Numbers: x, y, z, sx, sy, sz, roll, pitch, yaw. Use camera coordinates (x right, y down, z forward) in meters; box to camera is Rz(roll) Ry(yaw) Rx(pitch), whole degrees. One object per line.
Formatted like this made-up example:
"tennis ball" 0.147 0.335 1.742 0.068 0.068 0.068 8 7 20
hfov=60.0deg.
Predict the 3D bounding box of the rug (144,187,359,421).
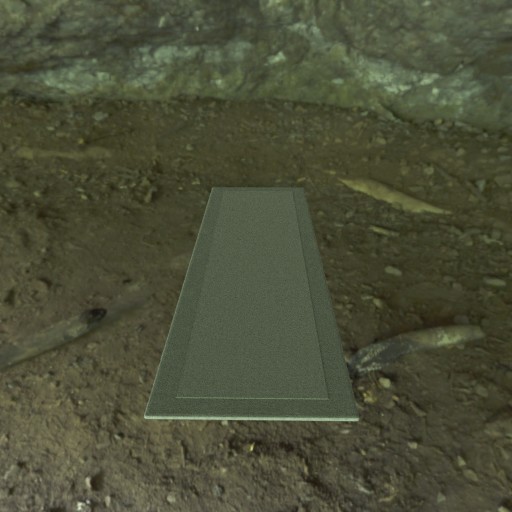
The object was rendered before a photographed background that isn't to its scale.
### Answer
"rug" 0.000 0.000 2.624 0.759 0.012 2.430 0 28 1
